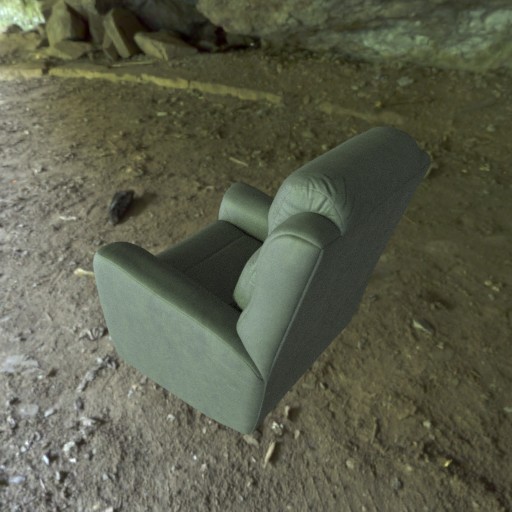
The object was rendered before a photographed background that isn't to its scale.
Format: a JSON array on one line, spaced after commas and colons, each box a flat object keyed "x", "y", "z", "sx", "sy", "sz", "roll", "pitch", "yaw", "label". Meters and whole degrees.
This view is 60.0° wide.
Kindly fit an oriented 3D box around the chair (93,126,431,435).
[{"x": 0.000, "y": 0.000, "z": 1.892, "sx": 1.068, "sy": 1.116, "sz": 0.967, "roll": 22, "pitch": 38, "yaw": 31, "label": "chair"}]
